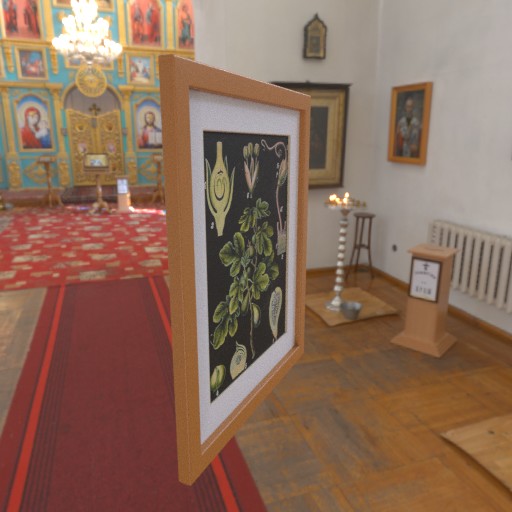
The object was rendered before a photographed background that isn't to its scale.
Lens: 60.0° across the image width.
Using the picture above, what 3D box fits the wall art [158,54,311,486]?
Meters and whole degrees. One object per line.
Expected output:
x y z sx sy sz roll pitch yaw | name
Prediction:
0.000 0.000 0.747 0.022 0.553 0.452 7 15 25 | wall art
